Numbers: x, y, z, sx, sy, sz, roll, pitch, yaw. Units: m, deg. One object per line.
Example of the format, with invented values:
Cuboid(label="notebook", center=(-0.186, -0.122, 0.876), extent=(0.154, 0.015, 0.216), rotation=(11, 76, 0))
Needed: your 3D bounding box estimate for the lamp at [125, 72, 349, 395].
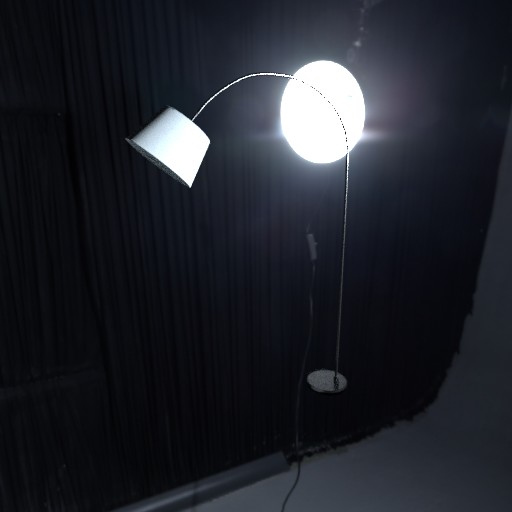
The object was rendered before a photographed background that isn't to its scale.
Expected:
Cuboid(label="lamp", center=(0.000, 0.000, 2.710), extent=(1.445, 2.098, 0.406), rotation=(-8, 18, -25))
